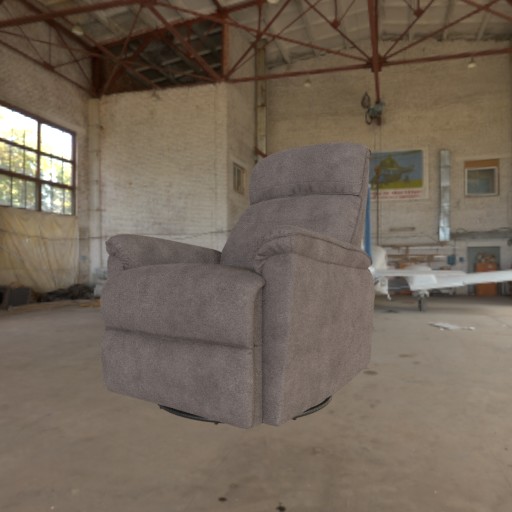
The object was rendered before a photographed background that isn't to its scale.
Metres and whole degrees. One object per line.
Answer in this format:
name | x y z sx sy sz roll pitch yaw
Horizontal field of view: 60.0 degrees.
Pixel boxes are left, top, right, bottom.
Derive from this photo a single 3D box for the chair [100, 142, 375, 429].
chair | 0.000 0.000 1.734 0.830 1.036 1.009 -1 -1 36
